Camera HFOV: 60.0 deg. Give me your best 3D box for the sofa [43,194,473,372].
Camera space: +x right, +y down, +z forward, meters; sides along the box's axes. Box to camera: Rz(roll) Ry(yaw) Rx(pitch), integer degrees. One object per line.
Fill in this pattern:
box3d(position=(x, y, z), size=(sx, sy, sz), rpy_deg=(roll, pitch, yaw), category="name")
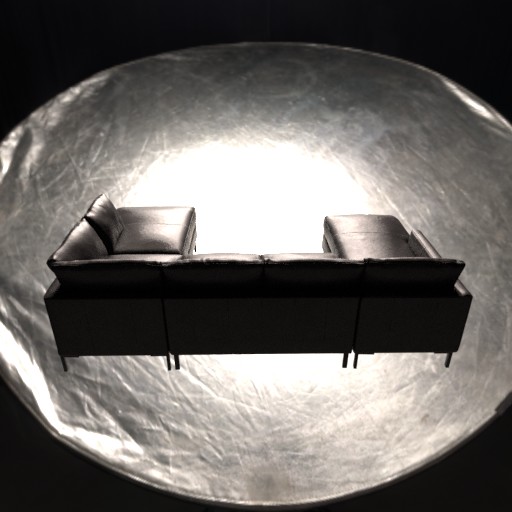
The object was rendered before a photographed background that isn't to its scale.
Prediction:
box3d(position=(0.000, 0.000, 3.924), size=(2.956, 0.900, 1.939), rpy_deg=(0, 29, -1), category="sofa")
